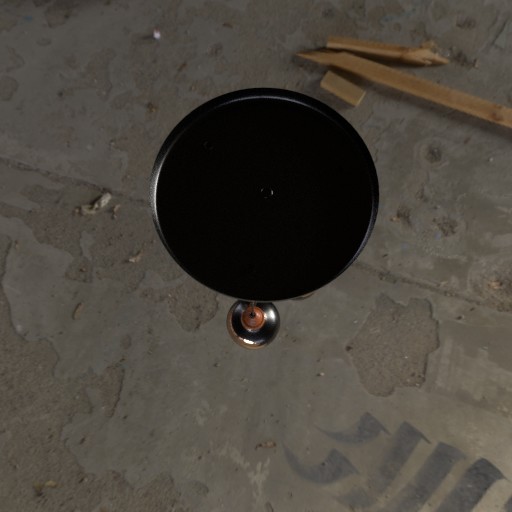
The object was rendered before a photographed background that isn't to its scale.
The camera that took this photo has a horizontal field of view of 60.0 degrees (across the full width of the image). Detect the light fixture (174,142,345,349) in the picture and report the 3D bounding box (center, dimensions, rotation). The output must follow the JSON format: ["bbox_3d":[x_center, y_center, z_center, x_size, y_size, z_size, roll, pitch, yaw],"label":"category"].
[{"bbox_3d":[0.000,0.000,1.760,0.605,1.410,0.608,36,78,9],"label":"light fixture"}]
